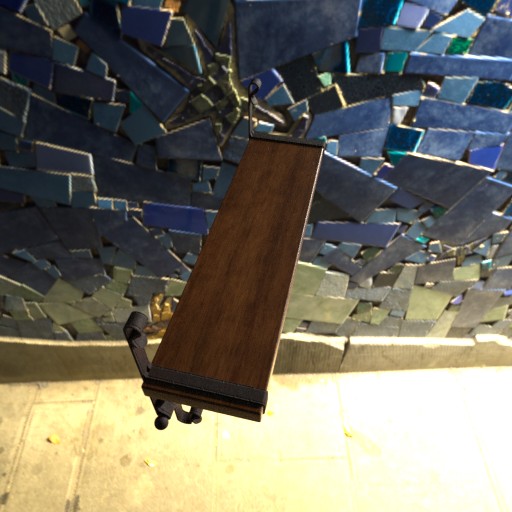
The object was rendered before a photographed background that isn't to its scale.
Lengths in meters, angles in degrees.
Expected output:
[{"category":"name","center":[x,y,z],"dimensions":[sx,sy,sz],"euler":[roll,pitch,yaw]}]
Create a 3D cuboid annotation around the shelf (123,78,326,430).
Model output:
[{"category":"shelf","center":[0.000,0.000,0.716],"dimensions":[0.146,0.330,0.567],"euler":[10,48,9]}]
